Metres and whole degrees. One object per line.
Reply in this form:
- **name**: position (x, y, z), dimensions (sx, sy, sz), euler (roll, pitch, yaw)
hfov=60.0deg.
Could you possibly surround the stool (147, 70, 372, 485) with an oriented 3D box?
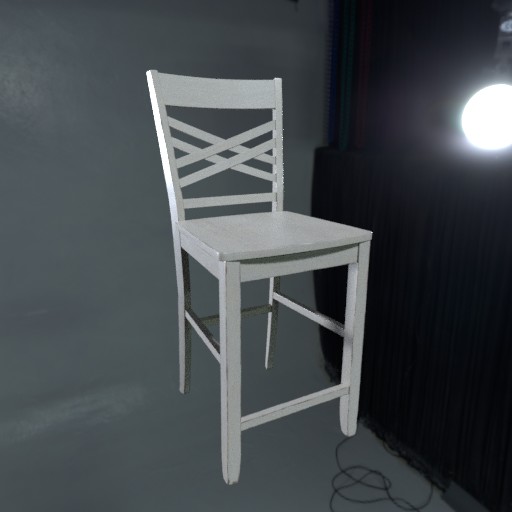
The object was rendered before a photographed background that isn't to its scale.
- **stool**: position (0.000, 0.000, 1.349), dimensions (0.462, 1.079, 0.539), euler (-8, 18, -27)
